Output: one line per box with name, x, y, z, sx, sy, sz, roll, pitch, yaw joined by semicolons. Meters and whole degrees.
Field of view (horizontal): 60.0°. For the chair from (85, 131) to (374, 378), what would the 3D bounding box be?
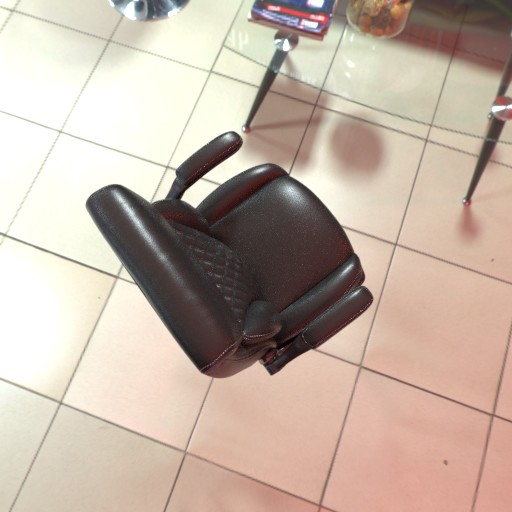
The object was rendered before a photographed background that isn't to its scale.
chair;0.000;0.000;1.624;0.724;1.110;0.782;-36;78;-9
